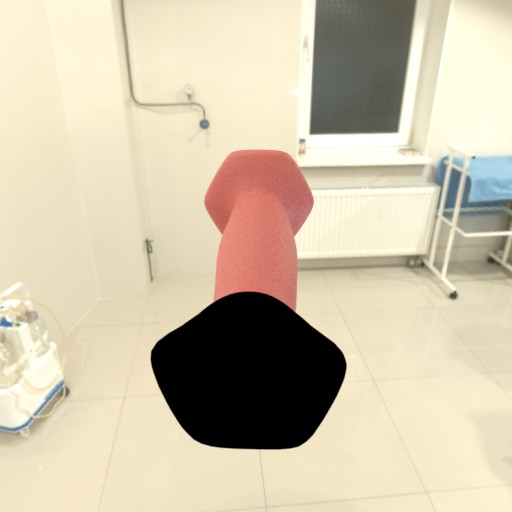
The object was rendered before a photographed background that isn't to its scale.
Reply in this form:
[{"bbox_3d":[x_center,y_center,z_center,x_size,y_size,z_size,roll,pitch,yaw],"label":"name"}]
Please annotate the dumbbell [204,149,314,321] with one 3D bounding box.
[{"bbox_3d":[0.000,0.000,0.143,0.047,0.043,0.123,1,27,1],"label":"dumbbell"}]
